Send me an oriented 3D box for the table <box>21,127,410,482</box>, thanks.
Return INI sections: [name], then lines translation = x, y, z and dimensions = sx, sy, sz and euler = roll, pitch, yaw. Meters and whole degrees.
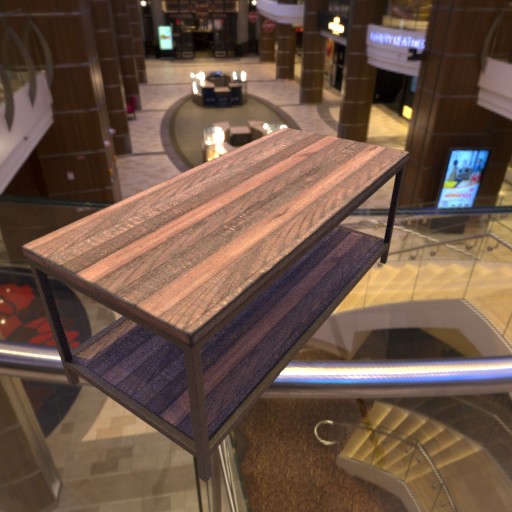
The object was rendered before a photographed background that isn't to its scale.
[table]
translation = 0.000, 0.000, 1.222
dimensions = 0.452, 0.399, 0.990
euler = 21, 38, 29
